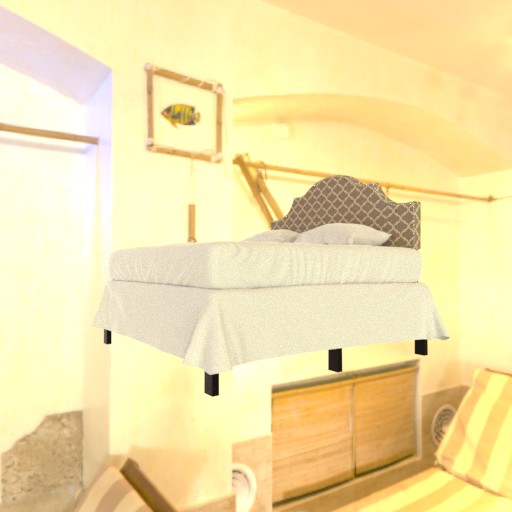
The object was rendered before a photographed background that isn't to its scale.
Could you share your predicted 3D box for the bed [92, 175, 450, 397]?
[{"bbox_3d":[0.000,0.000,3.837,2.222,1.601,2.314,1,-1,-35],"label":"bed"}]
